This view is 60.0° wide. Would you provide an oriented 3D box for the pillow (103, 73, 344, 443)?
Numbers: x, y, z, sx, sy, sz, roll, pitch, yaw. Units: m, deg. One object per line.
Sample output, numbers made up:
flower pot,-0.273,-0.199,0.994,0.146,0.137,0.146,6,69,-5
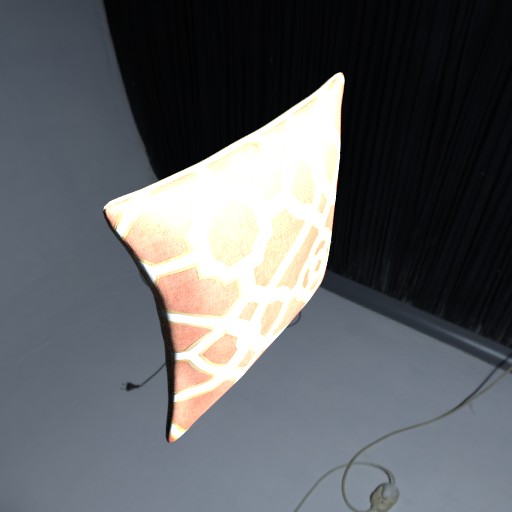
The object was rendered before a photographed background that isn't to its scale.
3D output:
pillow,0.000,0.000,0.811,0.166,0.508,0.552,25,46,27
